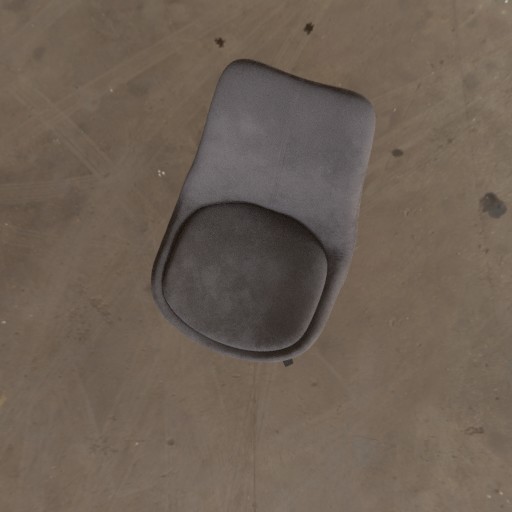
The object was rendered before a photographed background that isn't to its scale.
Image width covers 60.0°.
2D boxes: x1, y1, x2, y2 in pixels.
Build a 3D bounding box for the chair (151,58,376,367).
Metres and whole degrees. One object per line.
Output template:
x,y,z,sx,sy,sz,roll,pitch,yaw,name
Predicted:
0.000,0.000,1.203,0.476,0.850,0.550,20,76,5,chair
